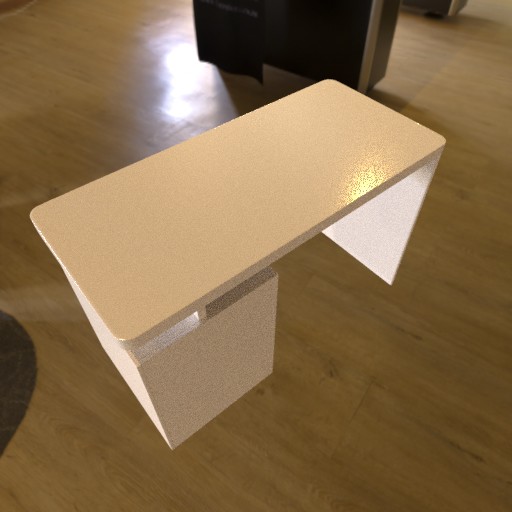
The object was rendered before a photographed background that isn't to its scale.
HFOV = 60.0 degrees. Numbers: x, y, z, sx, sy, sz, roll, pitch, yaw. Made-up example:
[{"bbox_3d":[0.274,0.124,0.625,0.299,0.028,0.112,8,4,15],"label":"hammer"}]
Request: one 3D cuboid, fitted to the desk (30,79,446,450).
[{"bbox_3d":[0.000,0.000,1.621,1.200,0.760,0.550,-32,56,-25],"label":"desk"}]
